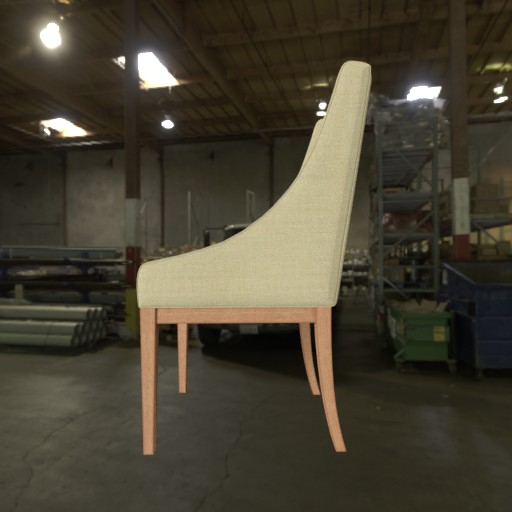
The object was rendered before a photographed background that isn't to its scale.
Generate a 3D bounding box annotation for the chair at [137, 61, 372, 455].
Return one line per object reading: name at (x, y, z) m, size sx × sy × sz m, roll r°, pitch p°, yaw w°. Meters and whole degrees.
chair at (0.000, 0.000, 1.410) m, size 0.611 × 1.021 × 0.575 m, roll 0°, pitch 0°, yaw 0°
